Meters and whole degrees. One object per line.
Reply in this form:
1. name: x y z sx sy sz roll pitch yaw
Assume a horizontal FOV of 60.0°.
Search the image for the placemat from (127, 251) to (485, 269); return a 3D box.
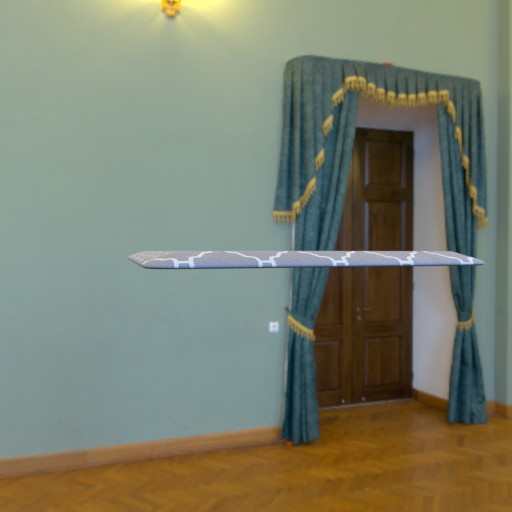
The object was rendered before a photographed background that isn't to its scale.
1. placemat: 0.000 0.000 0.944 0.508 0.021 0.762 0 1 -18
